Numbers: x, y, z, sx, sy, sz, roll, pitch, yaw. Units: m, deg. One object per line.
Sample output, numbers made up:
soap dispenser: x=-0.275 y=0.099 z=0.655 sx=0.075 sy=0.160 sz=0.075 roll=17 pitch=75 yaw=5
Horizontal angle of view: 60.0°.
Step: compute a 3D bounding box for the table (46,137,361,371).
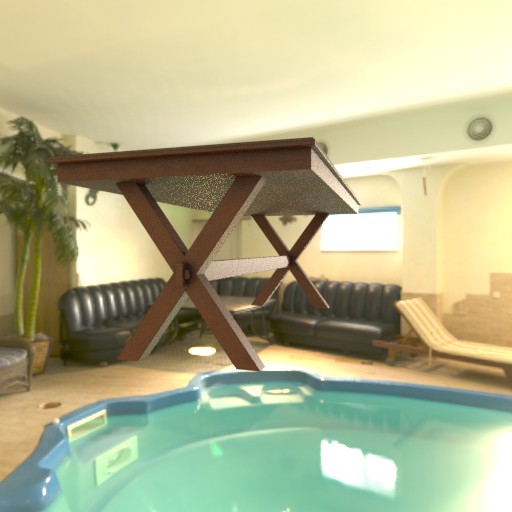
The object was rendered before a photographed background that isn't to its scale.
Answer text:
table: x=0.000 y=0.000 z=1.463 sx=0.594 sy=0.459 sz=1.197 roll=0 pitch=1 yaw=17
